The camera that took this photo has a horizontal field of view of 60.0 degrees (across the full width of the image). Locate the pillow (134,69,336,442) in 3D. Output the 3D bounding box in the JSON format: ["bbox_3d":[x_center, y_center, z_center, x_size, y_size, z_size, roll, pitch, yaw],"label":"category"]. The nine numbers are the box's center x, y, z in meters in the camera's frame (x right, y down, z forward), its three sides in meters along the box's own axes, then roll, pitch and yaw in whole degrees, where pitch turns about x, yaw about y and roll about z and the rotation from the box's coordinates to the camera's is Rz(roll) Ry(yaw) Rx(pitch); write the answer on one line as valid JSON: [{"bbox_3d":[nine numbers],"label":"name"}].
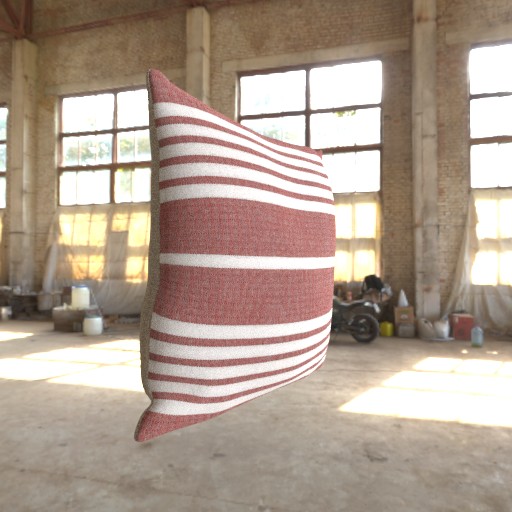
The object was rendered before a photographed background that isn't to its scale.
[{"bbox_3d":[0.000,0.000,0.672,0.182,0.427,0.439,-1,-1,36],"label":"pillow"}]
